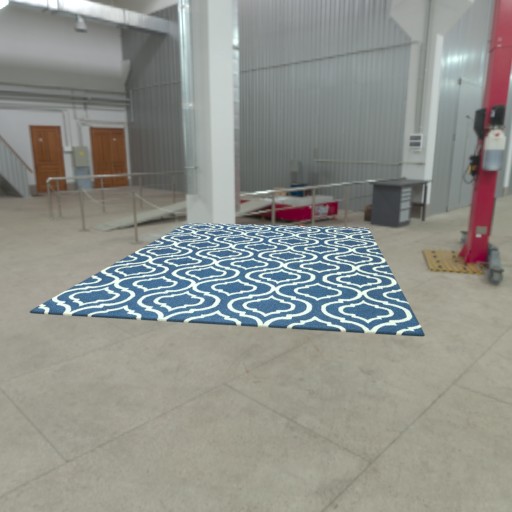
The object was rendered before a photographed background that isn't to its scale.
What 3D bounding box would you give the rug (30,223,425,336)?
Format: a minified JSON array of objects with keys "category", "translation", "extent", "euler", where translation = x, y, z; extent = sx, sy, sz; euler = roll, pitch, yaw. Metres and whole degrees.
[{"category":"rug","translation":[0.000,0.000,2.690],"extent":[1.524,0.010,2.134],"euler":[2,14,8]}]
